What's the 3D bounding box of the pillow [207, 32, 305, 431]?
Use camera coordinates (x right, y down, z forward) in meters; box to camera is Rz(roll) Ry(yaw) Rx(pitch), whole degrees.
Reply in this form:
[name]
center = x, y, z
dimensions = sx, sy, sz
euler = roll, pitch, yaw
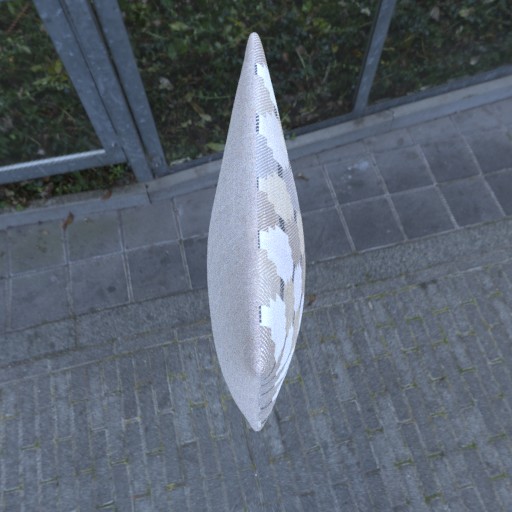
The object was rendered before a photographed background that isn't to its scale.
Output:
[pillow]
center = 0.000, 0.000, 0.842
dimensions = 0.192, 0.558, 0.578
euler = -1, 64, 0
